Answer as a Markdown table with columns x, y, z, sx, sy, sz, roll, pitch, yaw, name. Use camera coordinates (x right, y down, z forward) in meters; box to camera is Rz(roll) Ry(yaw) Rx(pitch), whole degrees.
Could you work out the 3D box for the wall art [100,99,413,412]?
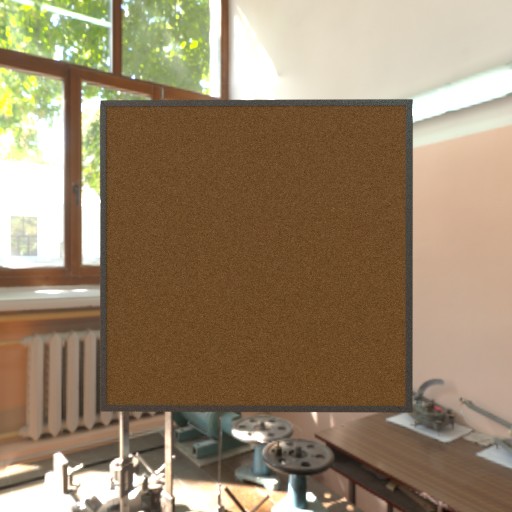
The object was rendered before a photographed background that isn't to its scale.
| x | y | z | sx | sy | sz | roll | pitch | yaw | name |
| --- | --- | --- | --- | --- | --- | --- | --- | --- | --- |
| 0.000 | 0.000 | 0.508 | 0.349 | 0.349 | 0.028 | 0 | 0 | 1 | wall art |
